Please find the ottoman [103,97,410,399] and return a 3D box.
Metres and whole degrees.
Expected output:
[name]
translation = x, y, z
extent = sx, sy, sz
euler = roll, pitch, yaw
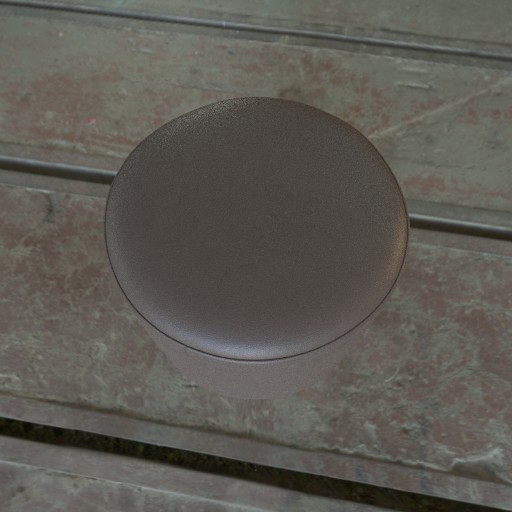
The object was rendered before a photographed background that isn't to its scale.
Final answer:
[ottoman]
translation = 0.000, 0.000, 0.871
extent = 0.500, 0.409, 0.500
euler = 0, 64, 0
